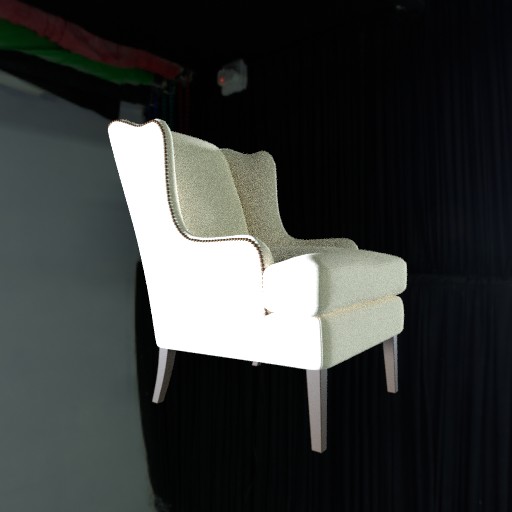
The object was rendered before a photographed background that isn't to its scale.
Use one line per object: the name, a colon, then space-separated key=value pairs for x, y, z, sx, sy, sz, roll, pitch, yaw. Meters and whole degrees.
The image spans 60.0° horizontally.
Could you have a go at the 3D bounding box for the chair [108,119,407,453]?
chair: x=0.000 y=0.000 z=1.679 sx=0.940 sy=1.029 sz=0.737 roll=1 pitch=2 yaw=36
